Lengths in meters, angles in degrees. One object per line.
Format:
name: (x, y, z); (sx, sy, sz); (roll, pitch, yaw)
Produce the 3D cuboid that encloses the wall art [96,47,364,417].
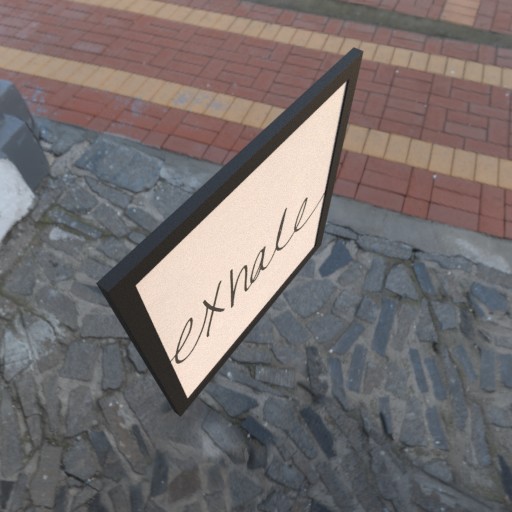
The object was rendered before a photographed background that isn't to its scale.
wall art: (0.000, 0.000, 0.536); (0.012, 0.357, 0.358); (32, 63, 19)
